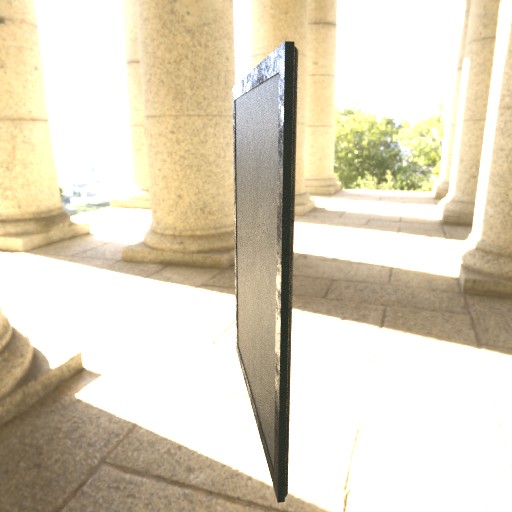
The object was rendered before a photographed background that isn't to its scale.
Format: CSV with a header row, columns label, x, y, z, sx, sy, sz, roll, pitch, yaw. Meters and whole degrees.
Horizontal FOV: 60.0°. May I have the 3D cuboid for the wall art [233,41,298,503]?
label,x,y,z,sx,sy,sz,roll,pitch,yaw
wall art,0.000,0.000,1.268,0.030,0.983,0.767,-3,15,-9
